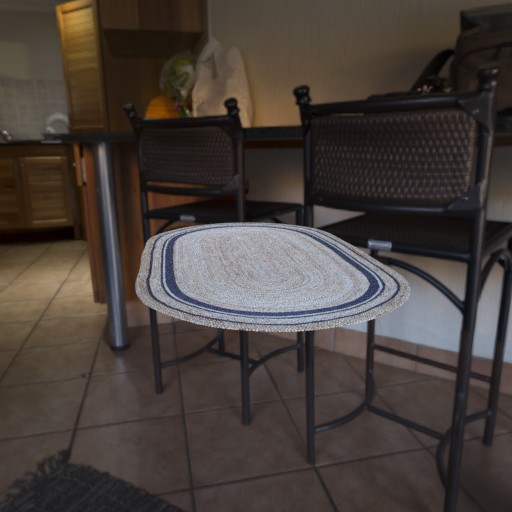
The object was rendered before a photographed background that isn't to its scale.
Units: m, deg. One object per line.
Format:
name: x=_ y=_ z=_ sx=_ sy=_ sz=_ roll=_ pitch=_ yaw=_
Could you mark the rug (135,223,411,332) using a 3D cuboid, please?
rug: x=0.000 y=0.000 z=2.998 sx=1.520 sy=0.006 sz=2.432 roll=-3 pitch=15 yaw=-10
